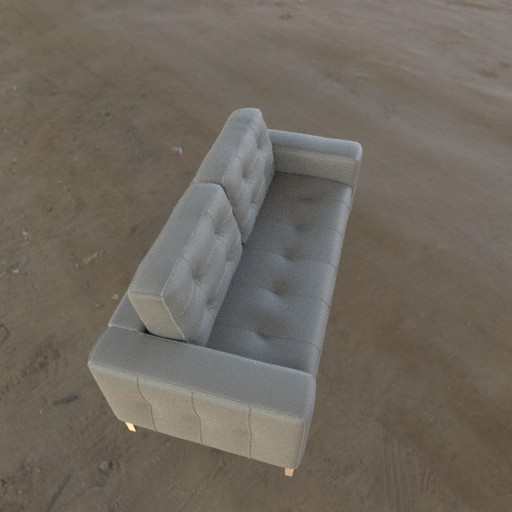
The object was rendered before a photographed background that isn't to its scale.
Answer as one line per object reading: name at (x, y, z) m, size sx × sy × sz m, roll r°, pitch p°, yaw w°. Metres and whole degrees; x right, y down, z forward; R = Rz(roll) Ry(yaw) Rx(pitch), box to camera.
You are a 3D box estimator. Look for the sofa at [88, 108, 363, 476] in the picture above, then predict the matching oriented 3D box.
sofa at (0.000, 0.000, 2.206) m, size 0.833 × 0.892 × 1.726 m, roll 11°, pitch 48°, yaw 10°
